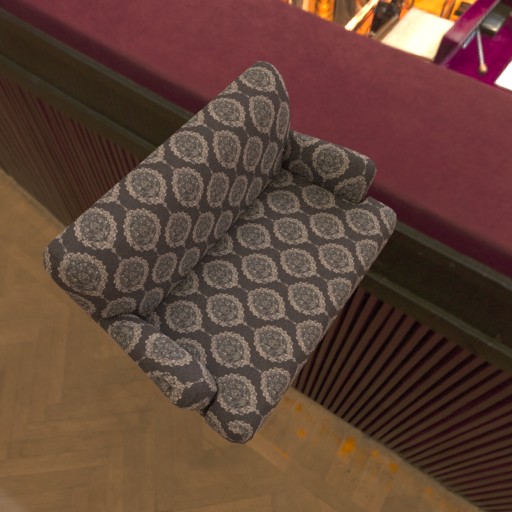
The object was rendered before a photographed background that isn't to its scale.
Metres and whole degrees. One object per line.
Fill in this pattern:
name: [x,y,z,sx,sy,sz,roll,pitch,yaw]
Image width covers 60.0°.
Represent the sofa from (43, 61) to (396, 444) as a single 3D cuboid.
sofa: [0.000,0.000,1.815,0.779,0.867,1.297,32,64,17]
